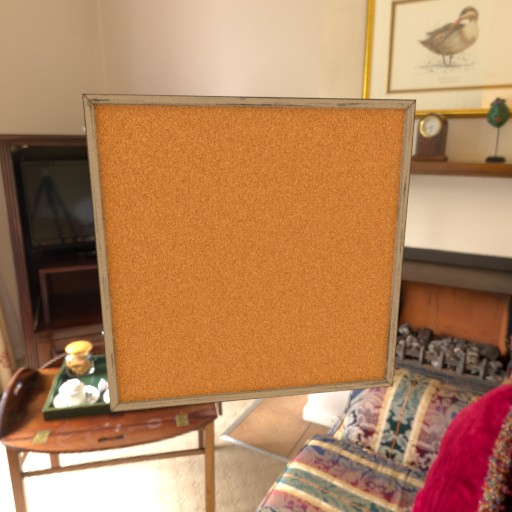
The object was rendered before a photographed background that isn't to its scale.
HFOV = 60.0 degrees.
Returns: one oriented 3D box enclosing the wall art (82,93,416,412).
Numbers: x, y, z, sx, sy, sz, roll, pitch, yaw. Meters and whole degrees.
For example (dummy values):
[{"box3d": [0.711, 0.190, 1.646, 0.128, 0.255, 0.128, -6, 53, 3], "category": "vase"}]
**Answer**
[{"box3d": [0.000, 0.000, 0.452, 0.303, 0.303, 0.036, -2, 14, -9], "category": "wall art"}]
